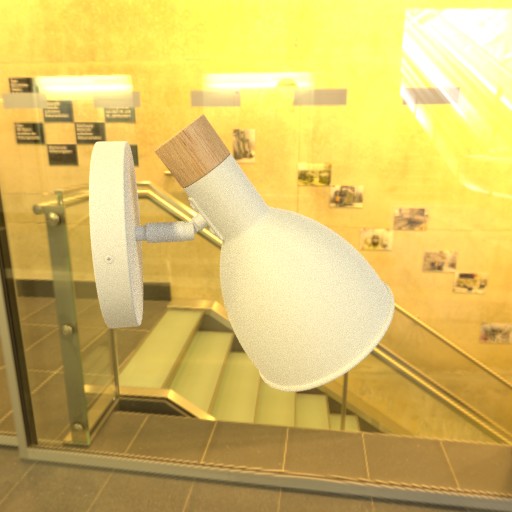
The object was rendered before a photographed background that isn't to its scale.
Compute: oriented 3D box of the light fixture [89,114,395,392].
[{"bbox_3d":[0.000,0.000,0.327,0.209,0.199,0.127,-3,15,-11],"label":"light fixture"}]
